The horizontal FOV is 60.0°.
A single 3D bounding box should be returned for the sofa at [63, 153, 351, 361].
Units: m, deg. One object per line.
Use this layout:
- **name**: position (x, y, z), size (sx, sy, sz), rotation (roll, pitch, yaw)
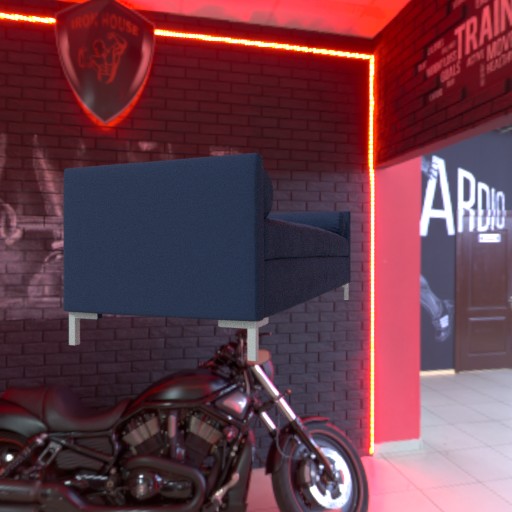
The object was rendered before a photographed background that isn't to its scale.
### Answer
- **sofa**: position (0.000, 0.000, 2.479), size (0.797, 0.657, 2.102), rotation (0, 0, 20)
